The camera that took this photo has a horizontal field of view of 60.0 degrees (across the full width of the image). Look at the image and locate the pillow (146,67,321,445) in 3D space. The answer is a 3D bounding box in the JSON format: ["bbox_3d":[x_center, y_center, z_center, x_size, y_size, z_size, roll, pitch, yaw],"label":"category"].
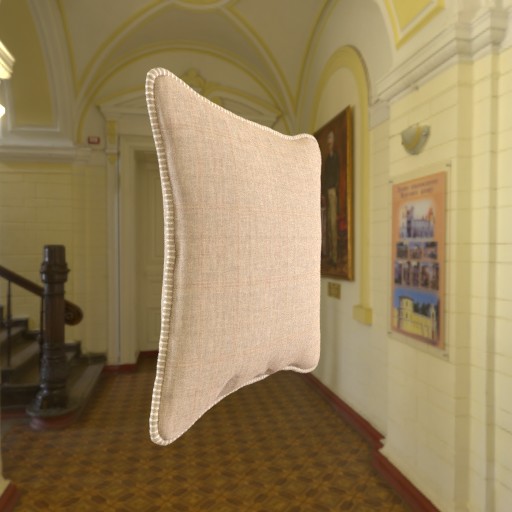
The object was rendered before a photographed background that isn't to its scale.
[{"bbox_3d":[0.000,0.000,0.757,0.124,0.494,0.485,1,2,34],"label":"pillow"}]
